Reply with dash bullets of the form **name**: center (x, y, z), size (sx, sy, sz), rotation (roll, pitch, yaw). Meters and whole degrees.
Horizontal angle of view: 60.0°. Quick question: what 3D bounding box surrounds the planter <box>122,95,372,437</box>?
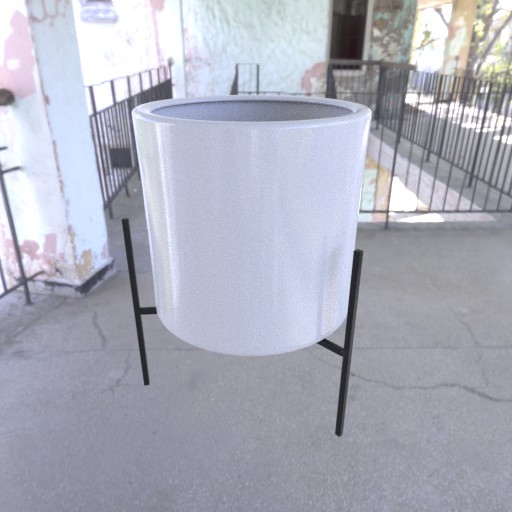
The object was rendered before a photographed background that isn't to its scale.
- **planter**: center (0.000, 0.000, 0.736), size (0.360, 0.480, 0.361), rotation (9, 26, 18)
